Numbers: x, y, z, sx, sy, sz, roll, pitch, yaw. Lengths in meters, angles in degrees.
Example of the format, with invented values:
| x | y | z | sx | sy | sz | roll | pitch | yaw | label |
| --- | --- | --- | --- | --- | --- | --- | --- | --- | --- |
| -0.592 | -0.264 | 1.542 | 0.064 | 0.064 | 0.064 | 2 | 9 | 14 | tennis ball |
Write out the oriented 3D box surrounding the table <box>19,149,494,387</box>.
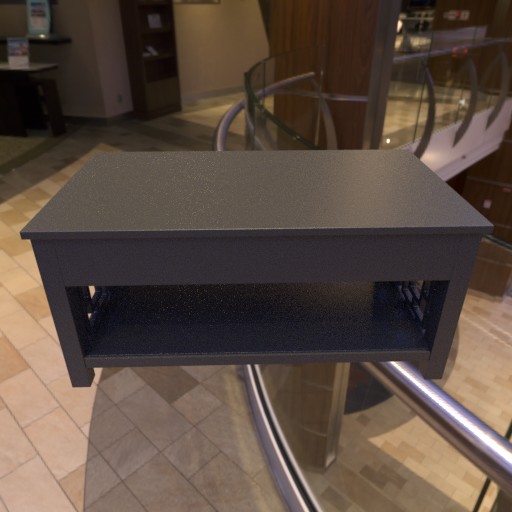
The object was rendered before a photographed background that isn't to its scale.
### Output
| x | y | z | sx | sy | sz | roll | pitch | yaw | label |
| --- | --- | --- | --- | --- | --- | --- | --- | --- | --- |
| 0.000 | 0.000 | 1.383 | 1.068 | 0.493 | 0.612 | -1 | 30 | -1 | table |
